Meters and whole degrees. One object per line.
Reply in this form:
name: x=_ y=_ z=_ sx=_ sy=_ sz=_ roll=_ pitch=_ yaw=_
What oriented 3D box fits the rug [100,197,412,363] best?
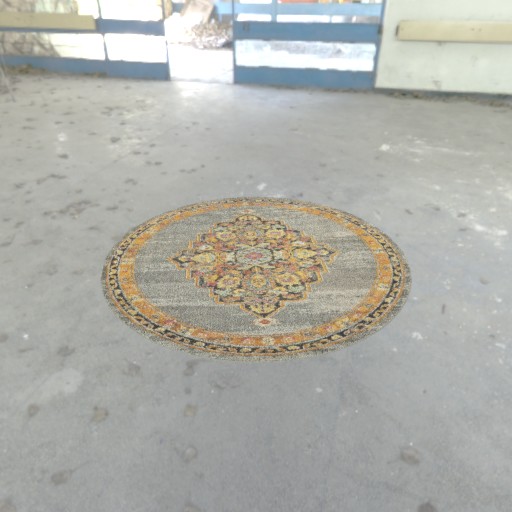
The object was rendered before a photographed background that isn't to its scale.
rug: x=0.000 y=0.000 z=3.540 sx=2.382 sy=0.014 sz=2.382 roll=0 pitch=31 yaw=0
